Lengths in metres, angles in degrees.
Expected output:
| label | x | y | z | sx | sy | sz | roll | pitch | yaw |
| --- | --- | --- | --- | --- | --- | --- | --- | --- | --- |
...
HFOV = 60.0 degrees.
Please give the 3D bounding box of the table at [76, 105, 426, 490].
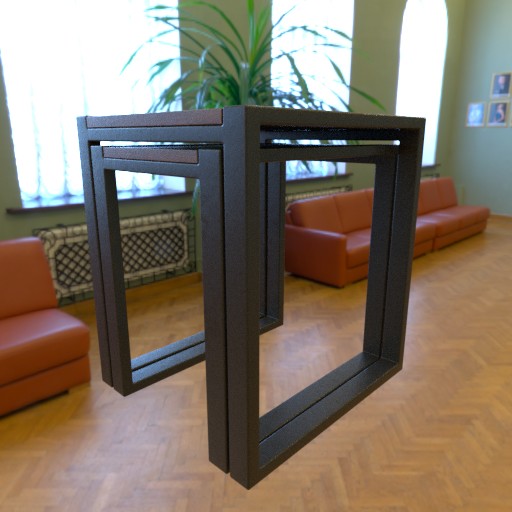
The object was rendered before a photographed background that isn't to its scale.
| label | x | y | z | sx | sy | sz | roll | pitch | yaw |
| --- | --- | --- | --- | --- | --- | --- | --- | --- | --- |
| table | 0.000 | 0.000 | 0.916 | 0.449 | 0.550 | 0.500 | 14 | 21 | 42 |
